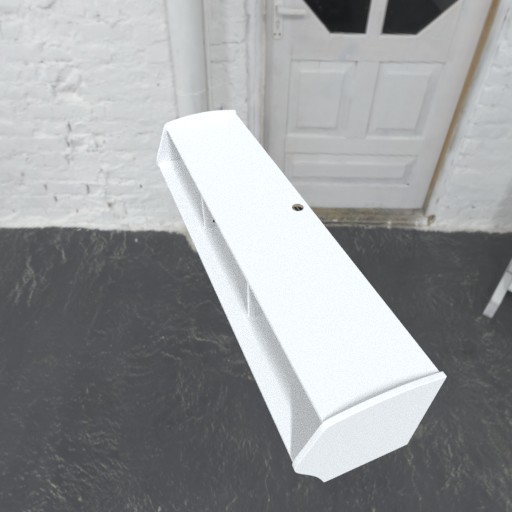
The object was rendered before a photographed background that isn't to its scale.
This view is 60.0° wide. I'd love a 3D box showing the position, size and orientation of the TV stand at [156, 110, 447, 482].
[{"bbox_3d":[0.000,0.000,1.638,0.397,0.424,1.473,-16,47,-16],"label":"TV stand"}]
